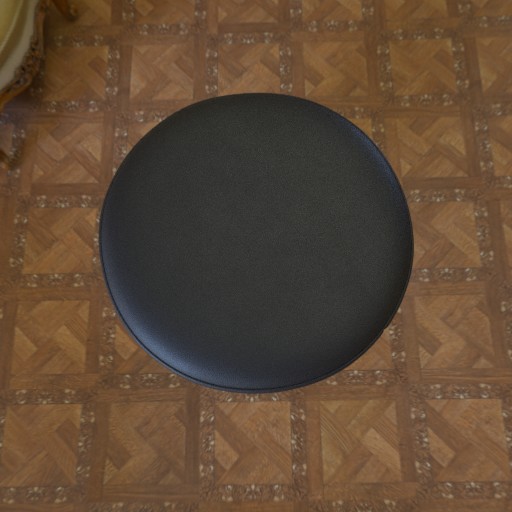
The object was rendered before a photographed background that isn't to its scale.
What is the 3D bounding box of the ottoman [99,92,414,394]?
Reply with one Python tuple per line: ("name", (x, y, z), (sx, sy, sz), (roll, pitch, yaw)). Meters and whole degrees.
("ottoman", (0.000, 0.000, 0.861), (0.501, 0.409, 0.501), (0, 75, 0))
